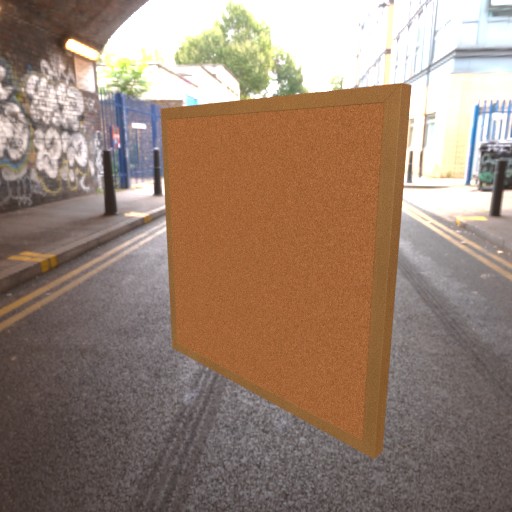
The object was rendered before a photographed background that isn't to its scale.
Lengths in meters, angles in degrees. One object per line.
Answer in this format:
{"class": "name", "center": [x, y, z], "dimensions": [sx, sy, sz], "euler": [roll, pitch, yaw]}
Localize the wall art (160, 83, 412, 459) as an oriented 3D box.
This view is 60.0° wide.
{"class": "wall art", "center": [0.000, 0.000, 1.140], "dimensions": [0.037, 0.763, 0.763], "euler": [-13, 19, -43]}
